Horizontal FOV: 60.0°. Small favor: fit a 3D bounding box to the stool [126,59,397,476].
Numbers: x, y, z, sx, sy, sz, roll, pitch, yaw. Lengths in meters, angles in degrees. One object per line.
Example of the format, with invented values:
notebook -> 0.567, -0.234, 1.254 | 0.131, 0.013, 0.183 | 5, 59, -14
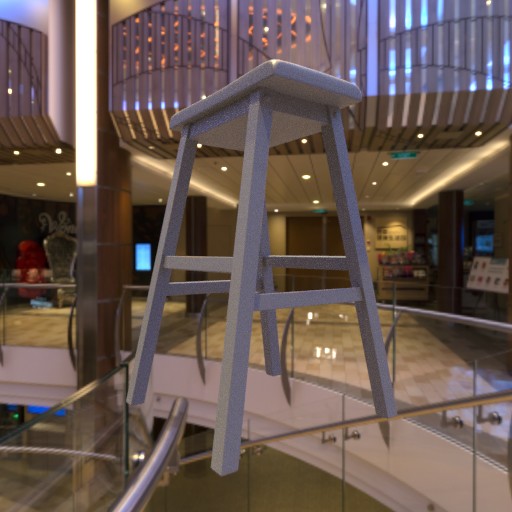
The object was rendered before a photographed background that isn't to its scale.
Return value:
stool -> 0.000, 0.000, 1.065 | 0.476, 0.737, 0.457 | 0, 1, -36
